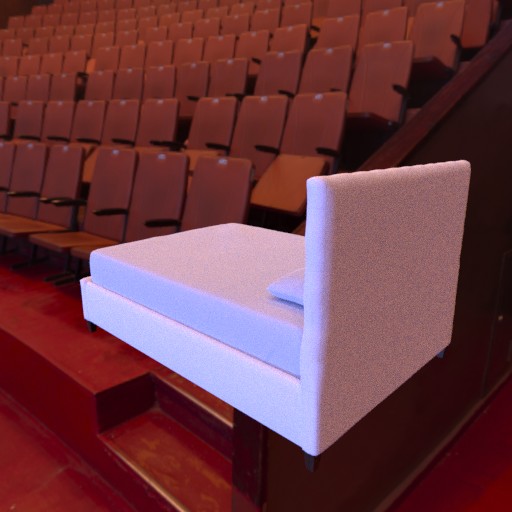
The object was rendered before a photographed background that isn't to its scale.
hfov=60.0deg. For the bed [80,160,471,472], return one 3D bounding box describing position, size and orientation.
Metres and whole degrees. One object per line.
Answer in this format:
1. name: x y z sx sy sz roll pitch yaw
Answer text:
1. bed: 0.000 0.000 3.318 2.387 1.427 1.698 14 21 42
